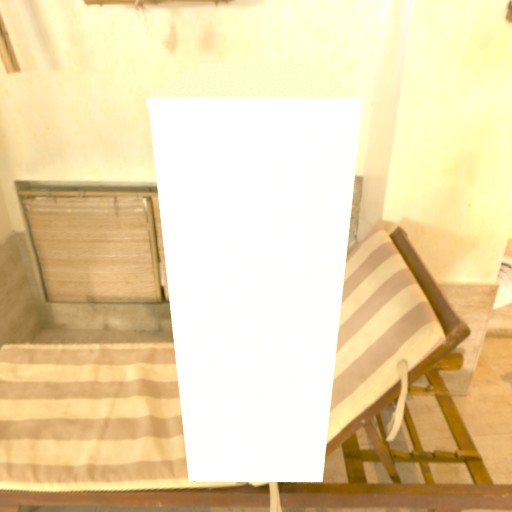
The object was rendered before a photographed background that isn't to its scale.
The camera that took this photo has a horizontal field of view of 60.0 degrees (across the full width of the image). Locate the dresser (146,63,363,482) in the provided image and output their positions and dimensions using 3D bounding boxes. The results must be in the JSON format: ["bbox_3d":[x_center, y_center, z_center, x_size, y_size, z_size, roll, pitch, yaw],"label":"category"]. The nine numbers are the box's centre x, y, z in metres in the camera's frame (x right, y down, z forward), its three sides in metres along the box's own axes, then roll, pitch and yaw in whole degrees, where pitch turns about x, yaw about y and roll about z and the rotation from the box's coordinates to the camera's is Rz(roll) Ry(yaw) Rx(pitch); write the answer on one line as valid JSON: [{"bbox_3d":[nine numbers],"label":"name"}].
[{"bbox_3d":[0.000,0.000,1.368,0.380,1.040,0.800,0,28,0],"label":"dresser"}]
